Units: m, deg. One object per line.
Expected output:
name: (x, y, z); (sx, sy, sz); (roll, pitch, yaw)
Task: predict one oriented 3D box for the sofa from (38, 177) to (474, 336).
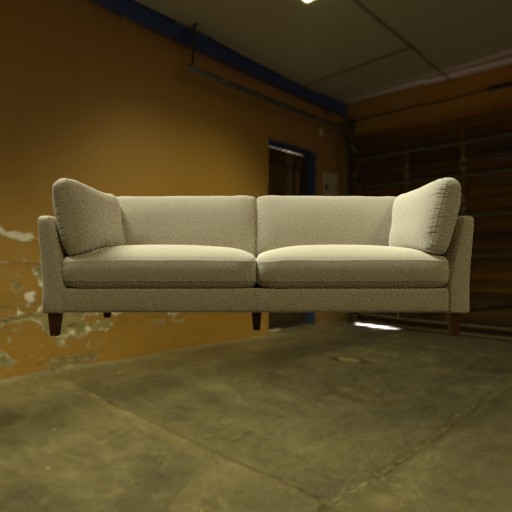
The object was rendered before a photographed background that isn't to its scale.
sofa: (0.000, 0.000, 2.765); (2.301, 0.863, 0.957); (0, -1, 0)
